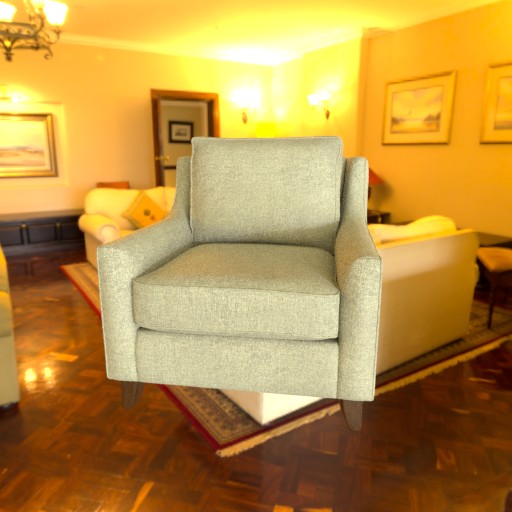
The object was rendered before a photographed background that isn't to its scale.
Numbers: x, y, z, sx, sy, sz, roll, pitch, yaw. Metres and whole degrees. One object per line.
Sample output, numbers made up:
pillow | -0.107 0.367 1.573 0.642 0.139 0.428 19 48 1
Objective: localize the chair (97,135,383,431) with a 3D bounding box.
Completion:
chair | 0.000 0.000 1.628 0.838 0.864 0.918 2 14 9
